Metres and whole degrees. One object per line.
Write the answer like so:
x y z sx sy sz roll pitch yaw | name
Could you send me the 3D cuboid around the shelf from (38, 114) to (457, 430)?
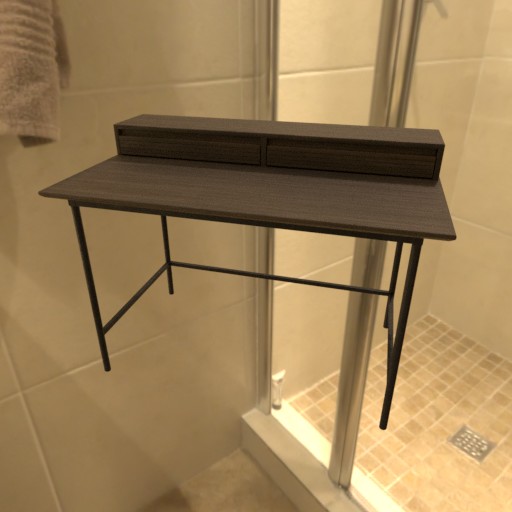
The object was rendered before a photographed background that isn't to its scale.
0.000 0.000 1.666 1.212 0.865 0.685 7 28 14 | shelf
